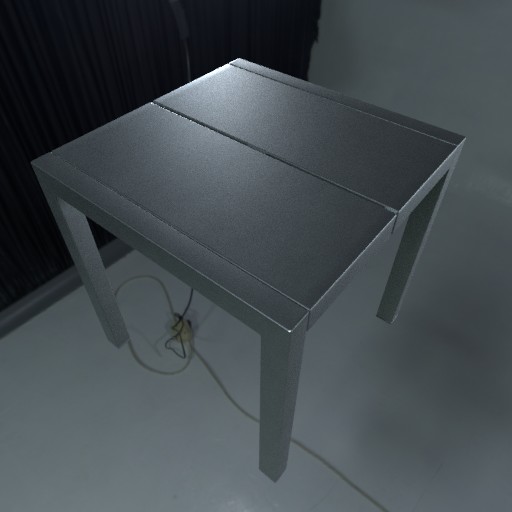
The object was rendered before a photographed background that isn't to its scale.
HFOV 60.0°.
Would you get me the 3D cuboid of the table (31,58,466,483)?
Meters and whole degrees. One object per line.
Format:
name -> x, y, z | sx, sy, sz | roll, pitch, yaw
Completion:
table -> 0.000, 0.000, 0.906 | 0.508, 0.508, 0.508 | 30, 53, 26
